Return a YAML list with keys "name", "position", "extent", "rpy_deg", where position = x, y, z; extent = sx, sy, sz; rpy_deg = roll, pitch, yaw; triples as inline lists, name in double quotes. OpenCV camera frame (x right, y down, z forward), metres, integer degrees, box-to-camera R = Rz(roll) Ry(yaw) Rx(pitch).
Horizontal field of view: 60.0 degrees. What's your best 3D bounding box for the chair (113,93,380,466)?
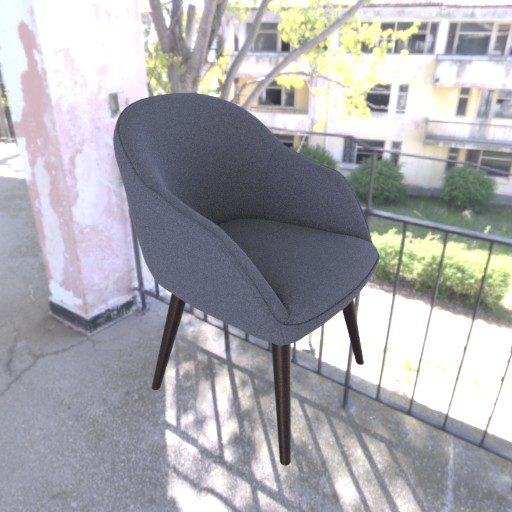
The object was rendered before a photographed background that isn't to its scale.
- name: "chair"
  position: [0.000, 0.000, 1.224]
  extent: [0.611, 0.810, 0.589]
  rpy_deg: [17, 30, 31]
